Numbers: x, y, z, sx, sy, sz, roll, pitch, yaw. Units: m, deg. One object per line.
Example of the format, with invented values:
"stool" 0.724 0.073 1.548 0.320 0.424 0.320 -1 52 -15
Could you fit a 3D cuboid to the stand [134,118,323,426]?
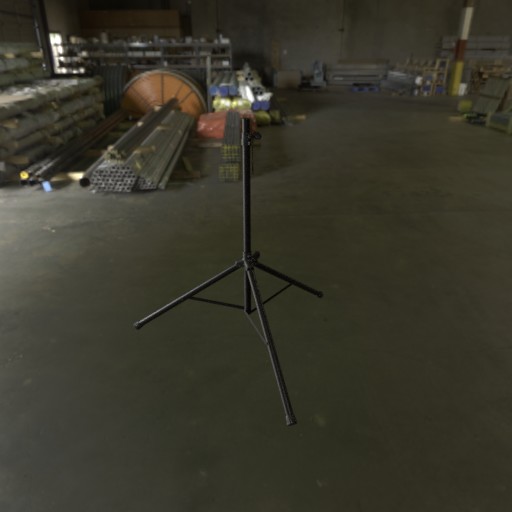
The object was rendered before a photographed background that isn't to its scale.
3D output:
"stand" 0.000 0.000 2.766 1.596 1.595 1.339 -7 26 -15
